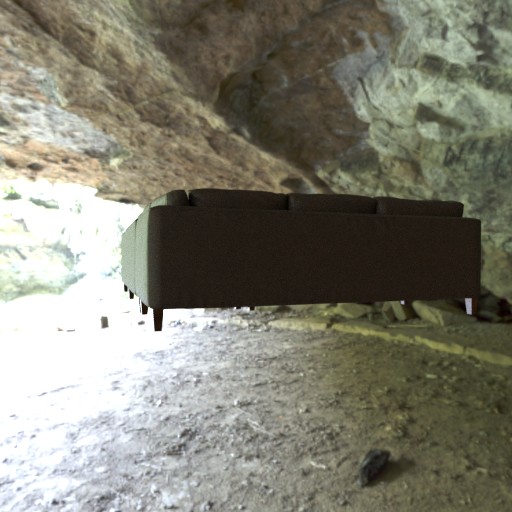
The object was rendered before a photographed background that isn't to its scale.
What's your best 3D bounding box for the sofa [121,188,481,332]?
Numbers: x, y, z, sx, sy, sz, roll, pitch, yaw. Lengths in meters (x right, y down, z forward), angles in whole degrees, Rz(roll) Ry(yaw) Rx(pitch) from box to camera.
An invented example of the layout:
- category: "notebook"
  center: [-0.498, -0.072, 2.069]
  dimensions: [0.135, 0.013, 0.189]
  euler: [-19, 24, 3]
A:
- category: "sofa"
  center: [0.000, 0.000, 4.646]
  dimensions: [2.593, 0.923, 3.460]
  euler: [0, 0, -19]
